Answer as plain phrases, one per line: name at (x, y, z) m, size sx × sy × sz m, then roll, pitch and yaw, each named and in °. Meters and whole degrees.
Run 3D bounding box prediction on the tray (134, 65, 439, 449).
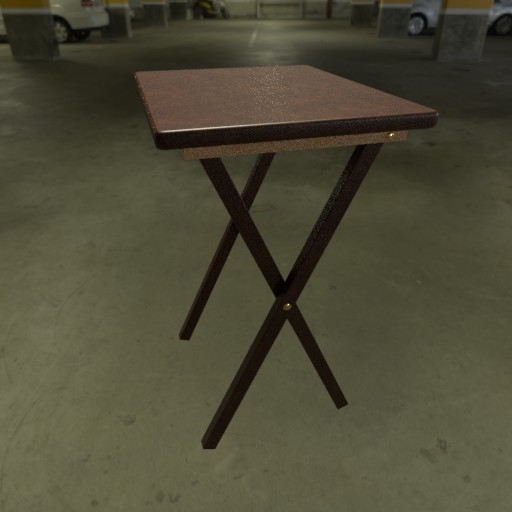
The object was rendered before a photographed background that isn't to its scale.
tray at (0.000, 0.000, 0.916) m, size 0.381 × 0.660 × 0.483 m, roll -8°, pitch 32°, yaw -14°
